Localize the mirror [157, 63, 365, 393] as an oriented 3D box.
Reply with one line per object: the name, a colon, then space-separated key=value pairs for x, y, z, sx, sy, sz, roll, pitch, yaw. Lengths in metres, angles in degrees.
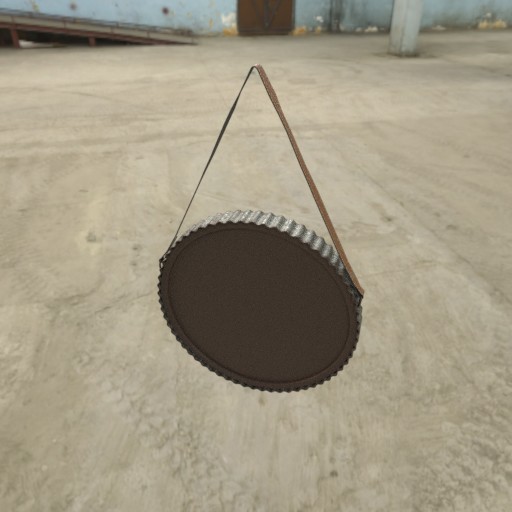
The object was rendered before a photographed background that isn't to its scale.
mirror: x=0.000 y=0.000 z=0.709 sx=0.355 sy=0.568 sz=0.042 roll=9 pitch=32 yaw=15
